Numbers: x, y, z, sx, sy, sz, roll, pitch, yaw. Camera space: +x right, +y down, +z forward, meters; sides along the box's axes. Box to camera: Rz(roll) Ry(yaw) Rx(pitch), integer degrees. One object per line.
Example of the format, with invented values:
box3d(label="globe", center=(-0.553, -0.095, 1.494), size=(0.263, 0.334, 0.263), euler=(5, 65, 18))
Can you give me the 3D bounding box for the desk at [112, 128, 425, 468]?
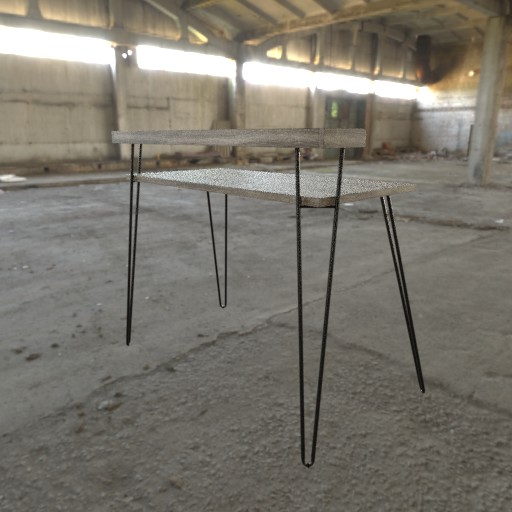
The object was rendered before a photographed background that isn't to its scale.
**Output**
box3d(label="desk", center=(0.000, 0.000, 1.653), size=(0.605, 0.899, 1.135), euler=(-14, 21, -42))
